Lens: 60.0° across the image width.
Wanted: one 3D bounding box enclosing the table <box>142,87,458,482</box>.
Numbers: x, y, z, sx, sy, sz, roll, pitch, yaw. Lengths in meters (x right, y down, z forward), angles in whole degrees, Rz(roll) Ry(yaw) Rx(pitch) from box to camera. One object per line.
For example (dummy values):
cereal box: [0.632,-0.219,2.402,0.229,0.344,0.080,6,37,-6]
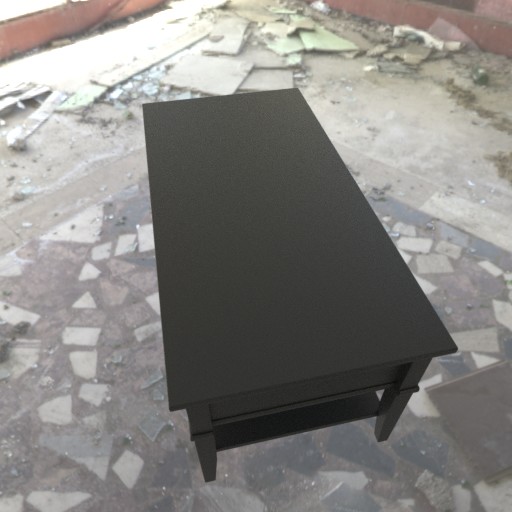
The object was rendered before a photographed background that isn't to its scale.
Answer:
table: [0.000,0.000,1.285,0.523,0.470,1.044,-9,47,-9]
